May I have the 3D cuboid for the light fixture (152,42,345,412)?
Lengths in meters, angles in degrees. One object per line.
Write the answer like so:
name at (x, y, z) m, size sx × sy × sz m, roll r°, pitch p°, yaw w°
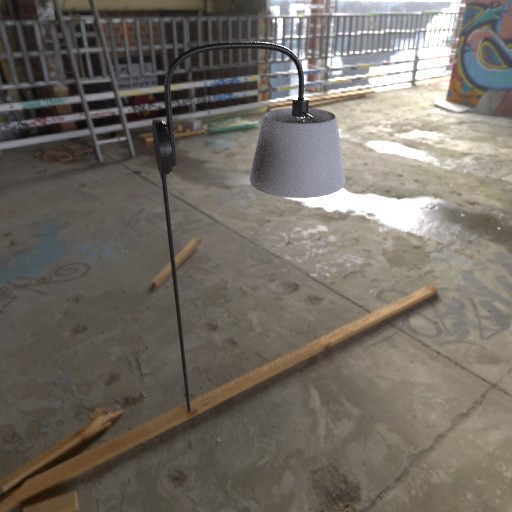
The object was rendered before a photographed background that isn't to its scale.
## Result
light fixture at (0.000, 0.000, 0.457) m, size 0.176 × 0.399 × 0.092 m, roll -10°, pitch 31°, yaw -16°
